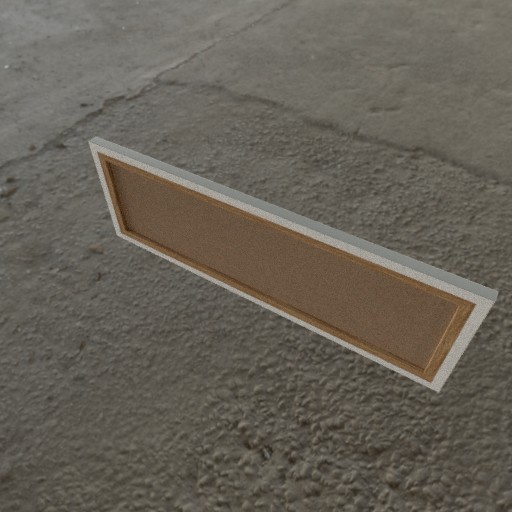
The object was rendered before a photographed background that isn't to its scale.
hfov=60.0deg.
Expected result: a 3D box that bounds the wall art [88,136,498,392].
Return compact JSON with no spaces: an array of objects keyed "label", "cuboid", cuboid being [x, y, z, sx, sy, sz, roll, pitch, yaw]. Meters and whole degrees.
[{"label":"wall art","cuboid":[0.000,0.000,1.649,1.520,0.507,0.044,24,50,22]}]
